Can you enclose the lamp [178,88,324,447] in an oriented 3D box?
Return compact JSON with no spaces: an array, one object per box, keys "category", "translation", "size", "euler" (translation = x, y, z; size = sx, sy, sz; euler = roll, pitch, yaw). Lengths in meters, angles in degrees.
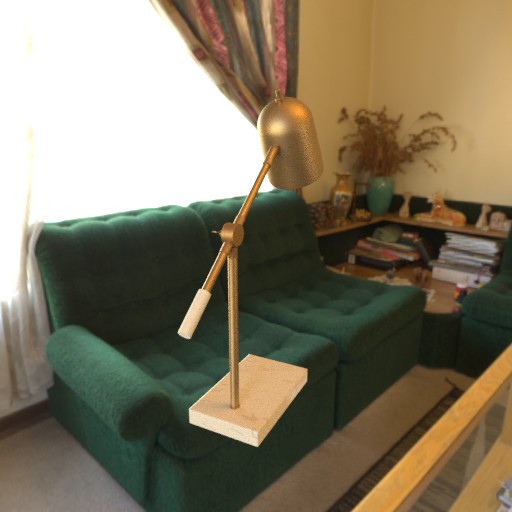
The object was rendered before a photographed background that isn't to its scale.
[{"category":"lamp","translation":[0.000,0.000,0.830],"size":[0.144,0.603,0.471],"euler":[8,18,26]}]
